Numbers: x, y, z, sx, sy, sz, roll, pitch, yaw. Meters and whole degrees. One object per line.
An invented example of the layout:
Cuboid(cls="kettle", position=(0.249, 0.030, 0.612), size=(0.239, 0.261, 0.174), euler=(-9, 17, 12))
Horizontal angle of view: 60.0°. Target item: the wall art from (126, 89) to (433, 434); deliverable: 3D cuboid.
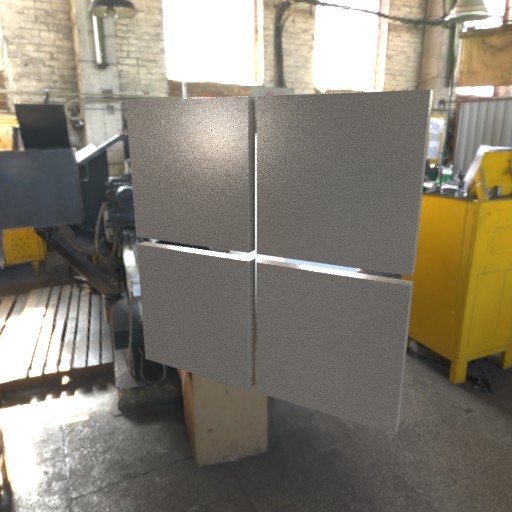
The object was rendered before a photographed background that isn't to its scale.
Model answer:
Cuboid(cls="wall art", position=(0.000, 0.000, 0.901), size=(0.611, 0.611, 0.029), euler=(8, 18, 27))
